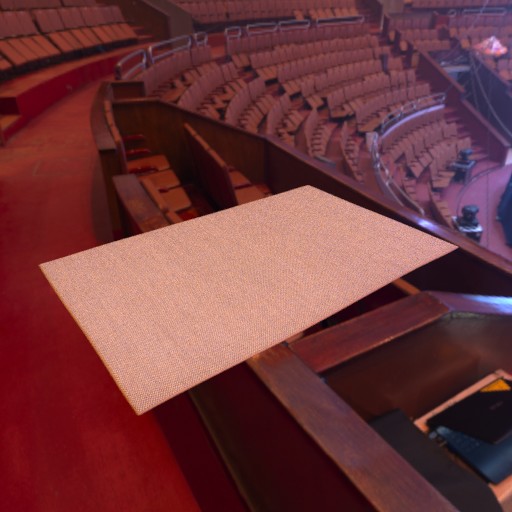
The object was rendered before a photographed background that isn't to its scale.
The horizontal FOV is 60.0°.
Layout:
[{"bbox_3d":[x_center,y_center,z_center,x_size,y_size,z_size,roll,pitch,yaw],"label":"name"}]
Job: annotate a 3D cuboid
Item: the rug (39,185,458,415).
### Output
[{"bbox_3d":[0.000,0.000,2.087,1.678,0.013,1.078,-21,36,-32],"label":"rug"}]
